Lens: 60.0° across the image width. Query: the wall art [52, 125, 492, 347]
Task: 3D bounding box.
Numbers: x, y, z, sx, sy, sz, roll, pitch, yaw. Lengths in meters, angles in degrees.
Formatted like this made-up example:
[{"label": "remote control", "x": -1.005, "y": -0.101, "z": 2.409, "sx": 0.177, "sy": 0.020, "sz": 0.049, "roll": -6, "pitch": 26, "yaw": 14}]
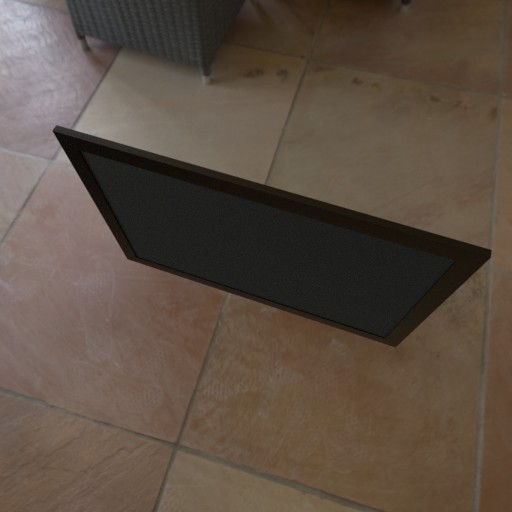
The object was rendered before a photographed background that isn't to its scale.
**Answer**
[{"label": "wall art", "x": 0.000, "y": 0.000, "z": 0.835, "sx": 0.660, "sy": 0.447, "sz": 0.013, "roll": 17, "pitch": 65, "yaw": 9}]
